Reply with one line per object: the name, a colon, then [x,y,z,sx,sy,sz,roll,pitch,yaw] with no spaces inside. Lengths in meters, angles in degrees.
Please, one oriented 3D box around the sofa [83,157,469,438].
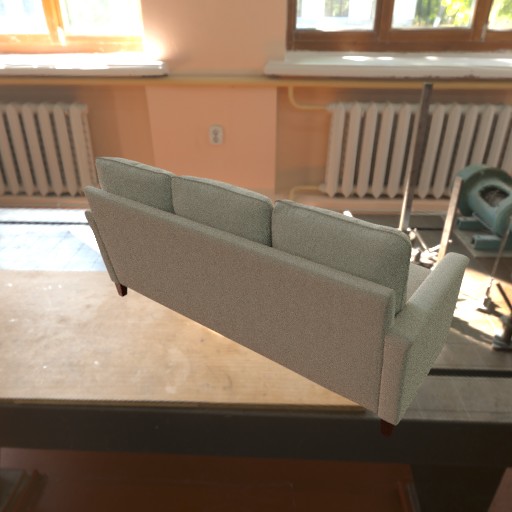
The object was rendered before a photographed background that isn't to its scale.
sofa: [0.000,0.000,2.368,1.925,0.961,0.828,20,34,32]
